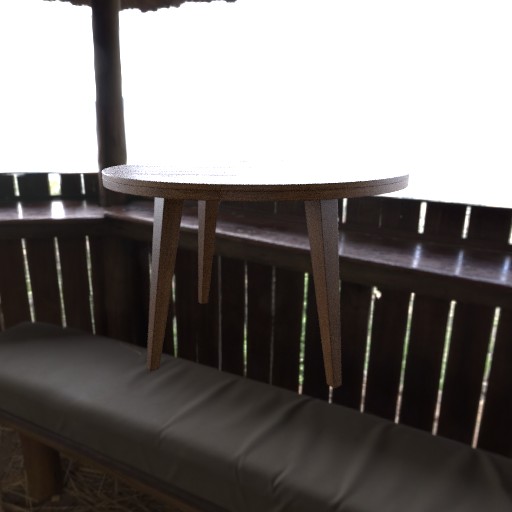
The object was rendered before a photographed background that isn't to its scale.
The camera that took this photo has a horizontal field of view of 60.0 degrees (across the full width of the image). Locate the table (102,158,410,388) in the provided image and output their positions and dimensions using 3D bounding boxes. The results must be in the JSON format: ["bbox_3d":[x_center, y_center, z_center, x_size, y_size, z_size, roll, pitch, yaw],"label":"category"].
[{"bbox_3d":[0.000,0.000,1.944,1.213,0.764,1.213,0,16,0],"label":"table"}]
